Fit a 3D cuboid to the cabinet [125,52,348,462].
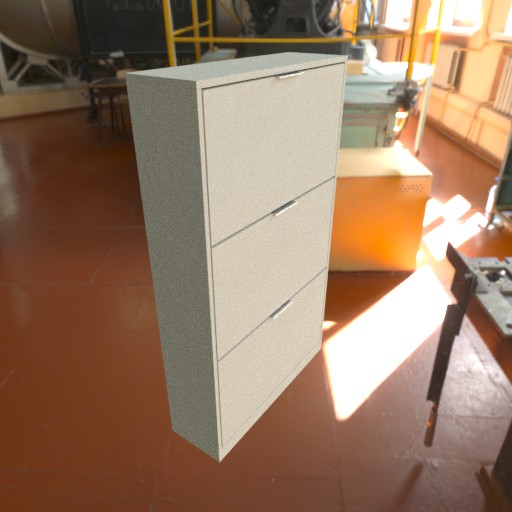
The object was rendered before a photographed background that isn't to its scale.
[{"bbox_3d":[0.000,0.000,1.596,0.250,1.280,0.750,19,34,31],"label":"cabinet"}]
